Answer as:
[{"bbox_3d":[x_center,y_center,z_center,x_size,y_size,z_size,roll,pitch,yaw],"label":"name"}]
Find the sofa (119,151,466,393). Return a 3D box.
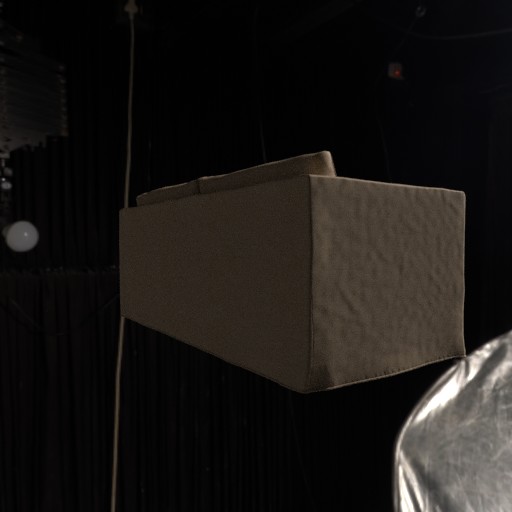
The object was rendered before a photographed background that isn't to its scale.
[{"bbox_3d":[0.000,0.000,2.490,0.956,0.847,1.987,-1,2,-35],"label":"sofa"}]
